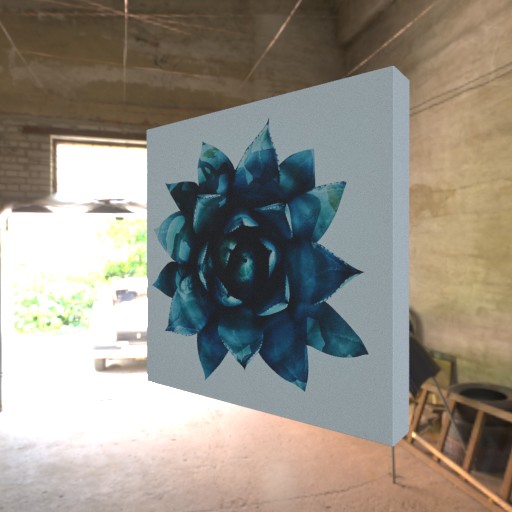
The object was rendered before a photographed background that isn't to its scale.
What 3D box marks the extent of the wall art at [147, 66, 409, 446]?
[{"bbox_3d":[0.000,0.000,0.461,0.305,0.305,0.038,0,0,37],"label":"wall art"}]
